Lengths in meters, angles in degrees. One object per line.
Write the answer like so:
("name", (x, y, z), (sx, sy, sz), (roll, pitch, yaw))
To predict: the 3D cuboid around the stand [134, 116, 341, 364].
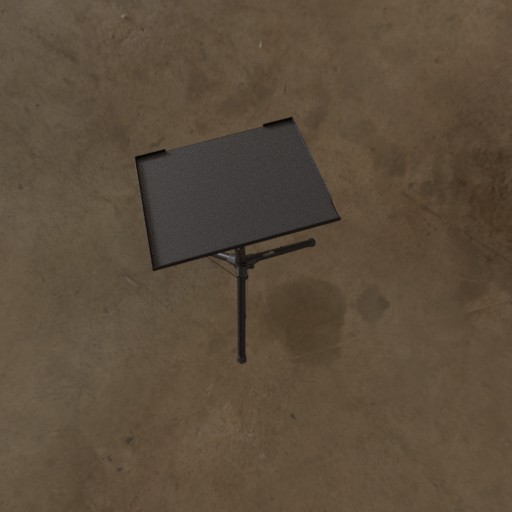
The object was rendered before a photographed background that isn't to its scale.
("stand", (0.000, 0.000, 1.643), (0.702, 1.198, 0.702), (-15, 76, -4))
